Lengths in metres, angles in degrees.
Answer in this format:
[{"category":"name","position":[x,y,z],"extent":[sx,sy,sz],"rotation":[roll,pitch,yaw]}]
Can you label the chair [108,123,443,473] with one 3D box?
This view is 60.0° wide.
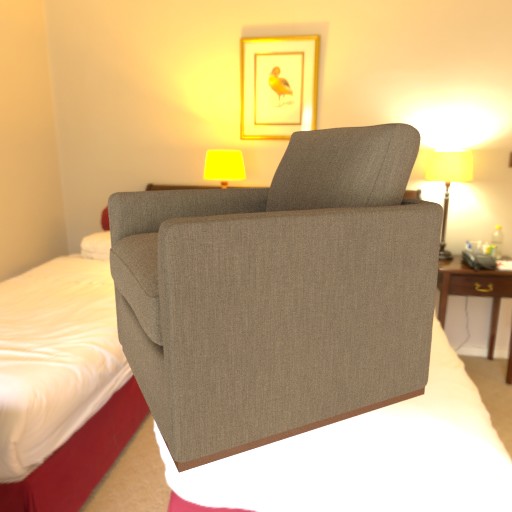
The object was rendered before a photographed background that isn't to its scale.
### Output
[{"category":"chair","position":[0.000,0.000,1.424],"extent":[0.834,0.811,0.763],"rotation":[-6,15,-25]}]
